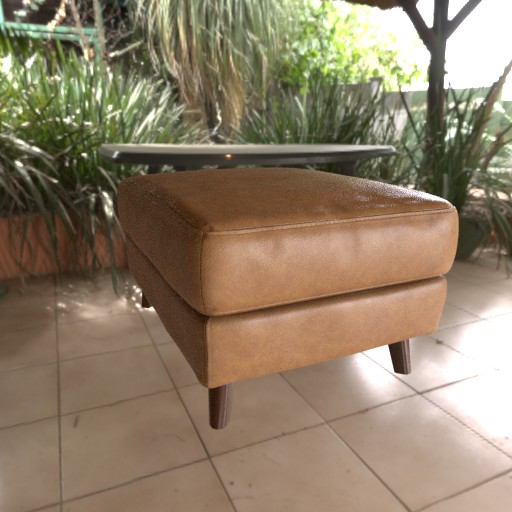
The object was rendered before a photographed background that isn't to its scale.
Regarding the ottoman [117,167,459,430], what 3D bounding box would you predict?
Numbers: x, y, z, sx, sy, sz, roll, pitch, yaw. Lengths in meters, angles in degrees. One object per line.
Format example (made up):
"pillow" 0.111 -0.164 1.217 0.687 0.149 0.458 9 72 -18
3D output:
"ottoman" 0.000 0.000 1.218 0.630 0.461 0.869 -7 17 -24
